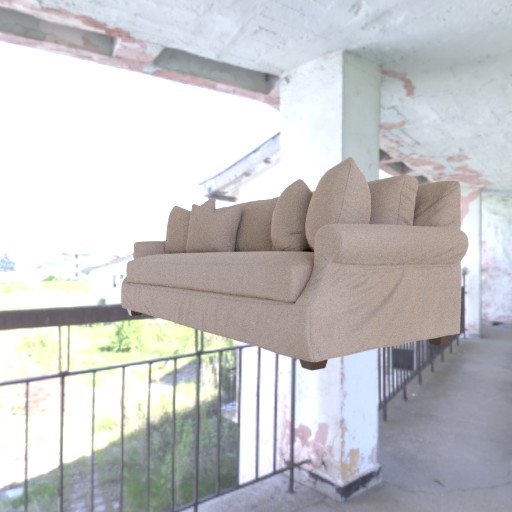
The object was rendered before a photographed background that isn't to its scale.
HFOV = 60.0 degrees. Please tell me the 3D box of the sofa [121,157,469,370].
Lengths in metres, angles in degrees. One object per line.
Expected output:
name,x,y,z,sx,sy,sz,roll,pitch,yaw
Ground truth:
sofa,0.000,0.000,2.832,1.067,0.904,2.285,0,0,-35
